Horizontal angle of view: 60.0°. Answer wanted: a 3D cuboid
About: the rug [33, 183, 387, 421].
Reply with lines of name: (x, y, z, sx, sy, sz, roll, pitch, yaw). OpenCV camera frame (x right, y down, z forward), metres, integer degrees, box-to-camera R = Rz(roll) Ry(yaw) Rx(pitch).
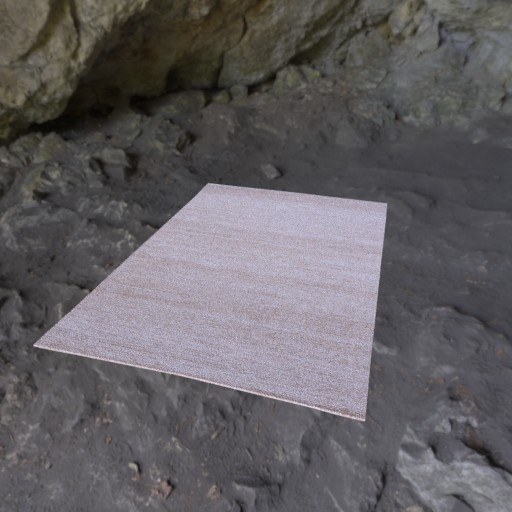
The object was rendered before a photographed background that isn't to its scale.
rug: (0.000, 0.000, 2.912, 1.596, 0.030, 2.283, 9, 31, 14)
